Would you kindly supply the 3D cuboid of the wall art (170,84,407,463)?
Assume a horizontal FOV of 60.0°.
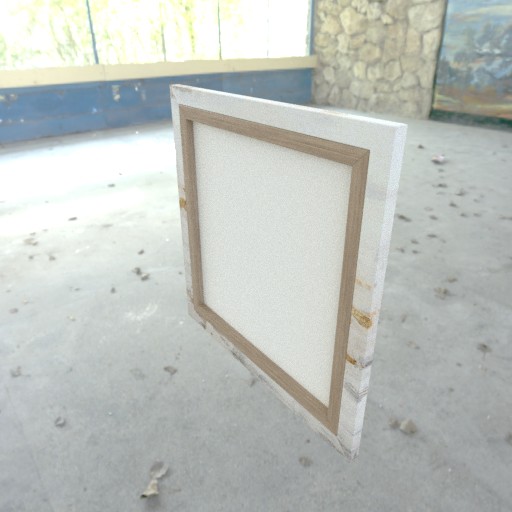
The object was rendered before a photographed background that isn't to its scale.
[{"bbox_3d":[0.000,0.000,1.513,0.040,1.018,1.015,-19,32,-32],"label":"wall art"}]
